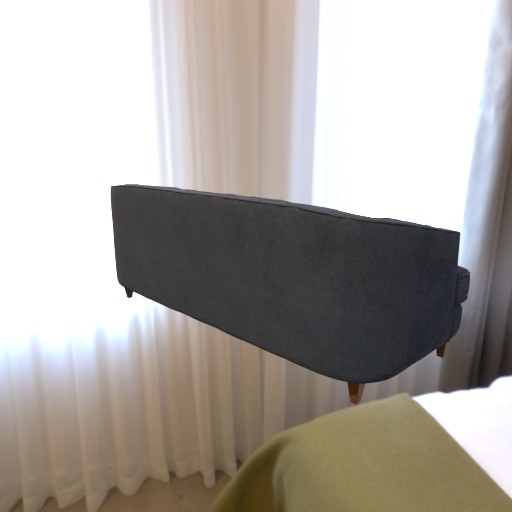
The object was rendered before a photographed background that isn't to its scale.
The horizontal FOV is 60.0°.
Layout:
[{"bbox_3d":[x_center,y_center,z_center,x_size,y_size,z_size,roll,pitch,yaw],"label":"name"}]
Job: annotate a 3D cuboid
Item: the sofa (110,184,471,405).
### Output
[{"bbox_3d":[0.000,0.000,2.752,2.278,0.855,0.941,14,20,43],"label":"sofa"}]
